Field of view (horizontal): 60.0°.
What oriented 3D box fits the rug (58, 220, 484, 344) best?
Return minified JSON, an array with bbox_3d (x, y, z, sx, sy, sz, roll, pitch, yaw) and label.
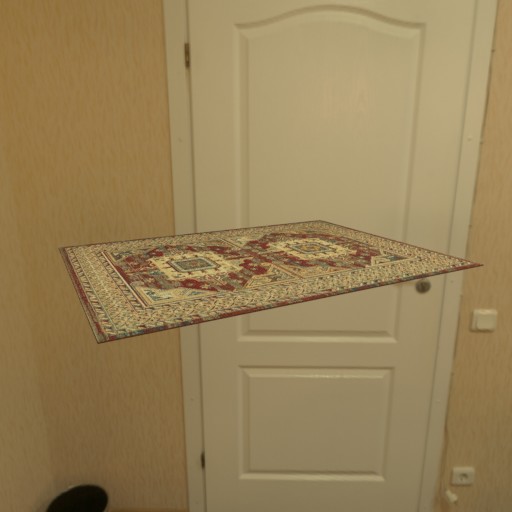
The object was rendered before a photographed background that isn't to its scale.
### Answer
[{"bbox_3d":[0.000,0.000,4.126,3.197,0.013,2.381,-8,17,-27],"label":"rug"}]
